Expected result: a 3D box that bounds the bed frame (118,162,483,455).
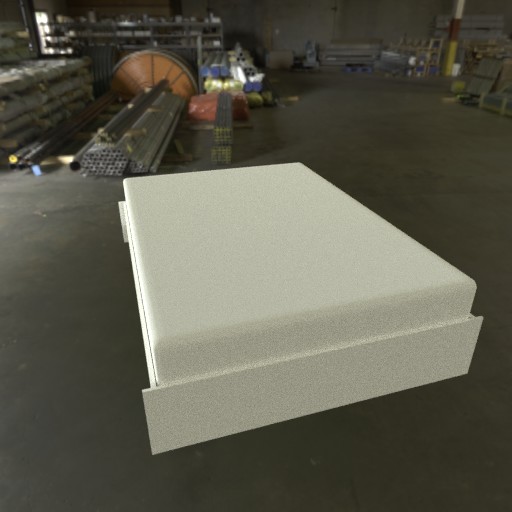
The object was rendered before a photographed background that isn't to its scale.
[{"bbox_3d":[0.000,0.000,2.576,1.445,0.497,1.945,-8,29,-16],"label":"bed frame"}]
